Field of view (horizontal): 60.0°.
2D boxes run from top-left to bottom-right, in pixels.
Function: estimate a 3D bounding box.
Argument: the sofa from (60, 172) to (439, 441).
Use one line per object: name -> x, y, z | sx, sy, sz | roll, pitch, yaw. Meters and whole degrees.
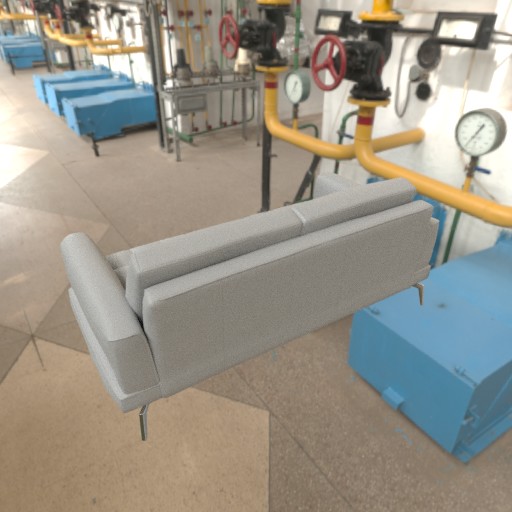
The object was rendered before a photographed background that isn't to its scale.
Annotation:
sofa -> 0.000, 0.000, 2.786 | 2.177, 0.930, 1.121 | -18, 35, -27
